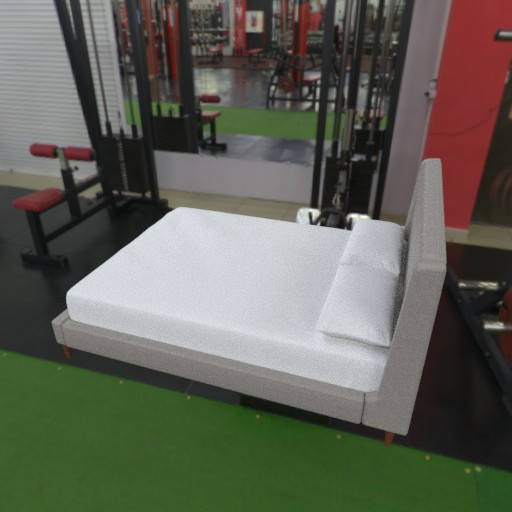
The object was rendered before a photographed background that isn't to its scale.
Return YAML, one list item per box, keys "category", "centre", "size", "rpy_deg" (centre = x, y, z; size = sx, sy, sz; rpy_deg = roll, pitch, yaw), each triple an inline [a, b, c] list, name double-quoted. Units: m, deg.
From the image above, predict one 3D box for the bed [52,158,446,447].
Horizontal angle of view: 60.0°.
- category: "bed"
  centre: [0.000, 0.000, 3.079]
  size: [2.232, 1.147, 1.656]
  rpy_deg: [10, 30, 17]
